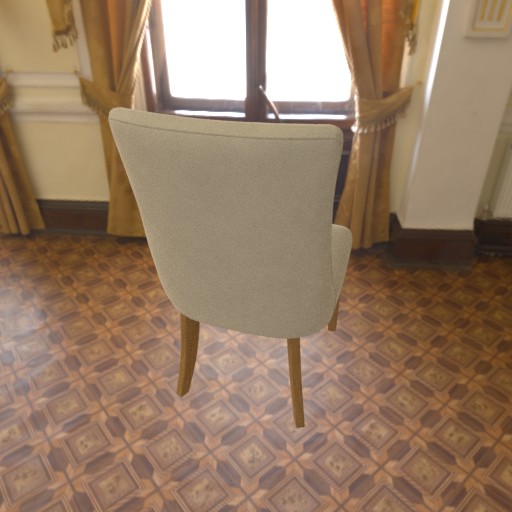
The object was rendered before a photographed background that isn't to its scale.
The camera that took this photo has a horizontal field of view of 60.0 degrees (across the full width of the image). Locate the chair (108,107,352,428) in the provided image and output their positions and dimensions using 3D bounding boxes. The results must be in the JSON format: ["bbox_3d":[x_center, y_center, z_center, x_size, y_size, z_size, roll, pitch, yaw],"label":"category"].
[{"bbox_3d":[0.000,0.000,1.265,0.495,0.902,0.610,9,33,15],"label":"chair"}]
